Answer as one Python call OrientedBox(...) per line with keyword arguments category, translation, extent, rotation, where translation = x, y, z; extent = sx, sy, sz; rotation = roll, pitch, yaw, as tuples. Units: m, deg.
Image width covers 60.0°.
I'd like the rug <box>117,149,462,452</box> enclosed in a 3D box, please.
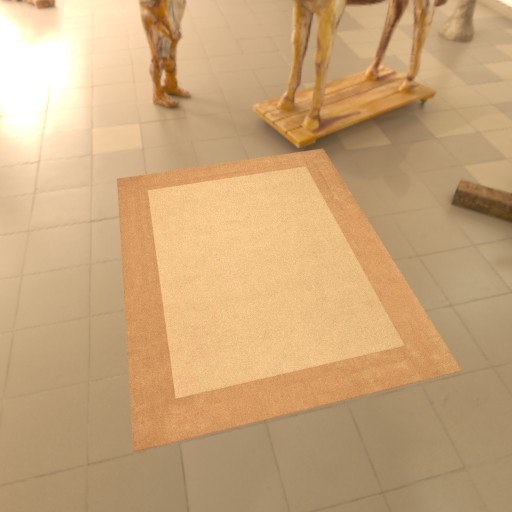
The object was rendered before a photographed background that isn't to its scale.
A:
OrientedBox(category="rug", translation=(0.000, 0.000, 4.141), extent=(2.438, 0.014, 3.048), rotation=(-10, 48, -10))
